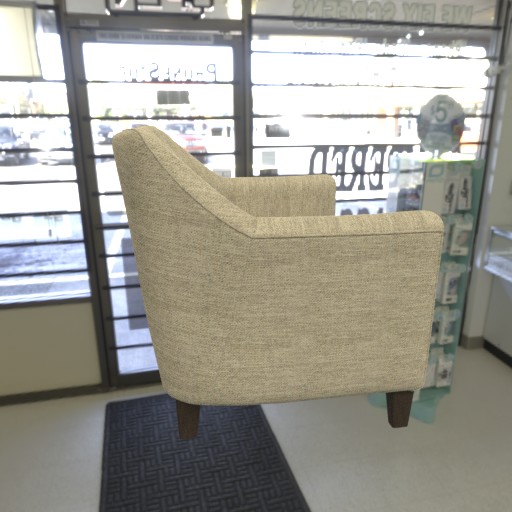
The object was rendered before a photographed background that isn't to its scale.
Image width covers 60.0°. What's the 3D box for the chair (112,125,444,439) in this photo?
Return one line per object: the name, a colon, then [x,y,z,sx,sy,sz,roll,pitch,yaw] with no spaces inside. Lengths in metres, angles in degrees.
chair: [0.000,0.000,1.353,0.758,0.761,0.796,-3,17,-10]
